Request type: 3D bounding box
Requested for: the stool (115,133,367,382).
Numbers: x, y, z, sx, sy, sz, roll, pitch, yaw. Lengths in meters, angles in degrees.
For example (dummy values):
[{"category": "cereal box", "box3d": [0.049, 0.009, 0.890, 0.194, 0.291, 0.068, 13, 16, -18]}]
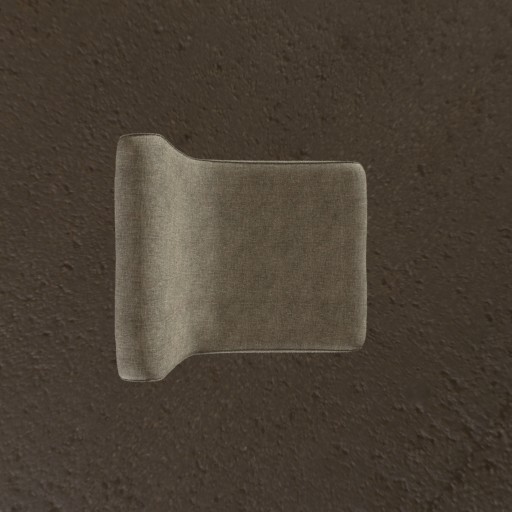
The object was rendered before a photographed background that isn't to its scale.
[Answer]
[{"category": "stool", "box3d": [0.000, 0.000, 1.222, 0.499, 0.965, 0.426, 0, 90, 0]}]
